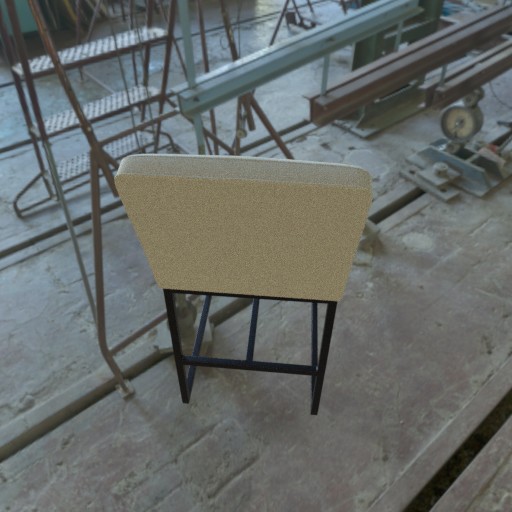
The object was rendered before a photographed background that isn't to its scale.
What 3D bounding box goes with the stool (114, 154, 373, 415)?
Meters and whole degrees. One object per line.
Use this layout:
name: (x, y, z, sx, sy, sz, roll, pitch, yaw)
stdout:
stool: (0.000, 0.000, 1.264, 0.460, 0.940, 0.560, 4, 45, 4)
